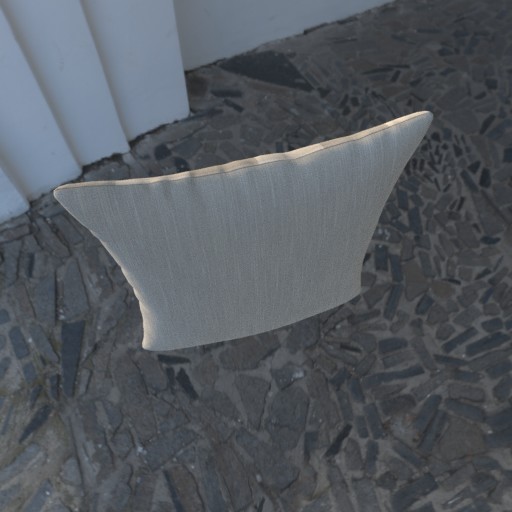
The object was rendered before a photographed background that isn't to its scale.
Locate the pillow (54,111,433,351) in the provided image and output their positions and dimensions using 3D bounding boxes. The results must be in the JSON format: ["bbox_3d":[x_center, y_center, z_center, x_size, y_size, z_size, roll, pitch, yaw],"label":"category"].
[{"bbox_3d":[0.000,0.000,0.784,0.511,0.509,0.161,-14,58,-9],"label":"pillow"}]
